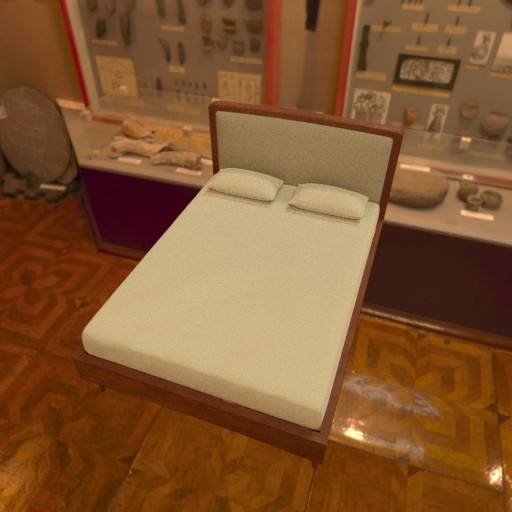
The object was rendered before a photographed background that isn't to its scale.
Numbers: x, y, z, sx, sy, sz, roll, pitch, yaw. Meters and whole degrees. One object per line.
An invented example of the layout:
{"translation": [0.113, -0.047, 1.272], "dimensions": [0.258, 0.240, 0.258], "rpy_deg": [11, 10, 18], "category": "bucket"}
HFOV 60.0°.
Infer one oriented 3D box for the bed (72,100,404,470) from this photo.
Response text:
{"translation": [0.000, 0.000, 3.169], "dimensions": [1.587, 1.275, 2.196], "rpy_deg": [14, 43, 15], "category": "bed"}
